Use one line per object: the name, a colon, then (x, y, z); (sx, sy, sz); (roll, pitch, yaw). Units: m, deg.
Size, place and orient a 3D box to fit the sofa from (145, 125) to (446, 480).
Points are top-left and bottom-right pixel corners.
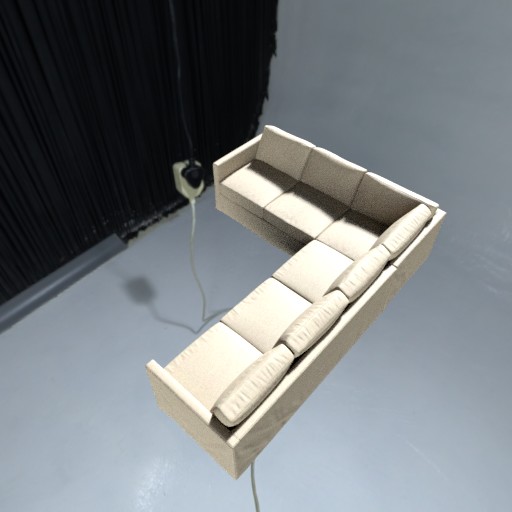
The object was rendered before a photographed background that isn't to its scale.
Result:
sofa: (0.000, 0.000, 4.450); (2.432, 0.871, 3.182); (33, 55, 27)
